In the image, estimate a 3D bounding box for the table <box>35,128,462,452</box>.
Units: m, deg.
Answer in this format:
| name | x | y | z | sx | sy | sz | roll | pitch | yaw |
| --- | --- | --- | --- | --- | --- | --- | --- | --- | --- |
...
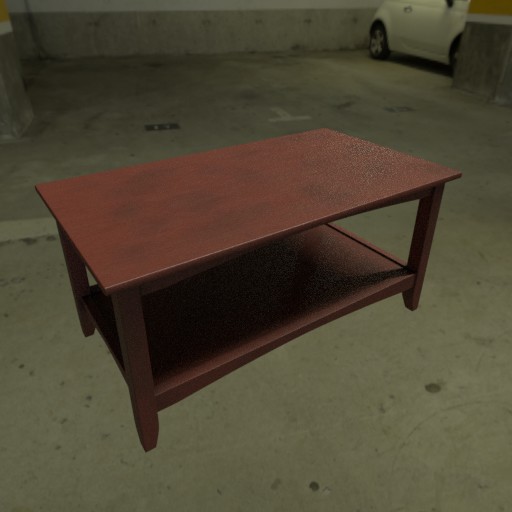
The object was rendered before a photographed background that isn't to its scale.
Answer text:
| name | x | y | z | sx | sy | sz | roll | pitch | yaw |
| --- | --- | --- | --- | --- | --- | --- | --- | --- | --- |
| table | 0.000 | 0.000 | 1.232 | 0.943 | 0.456 | 0.533 | -19 | 36 | -29 |
